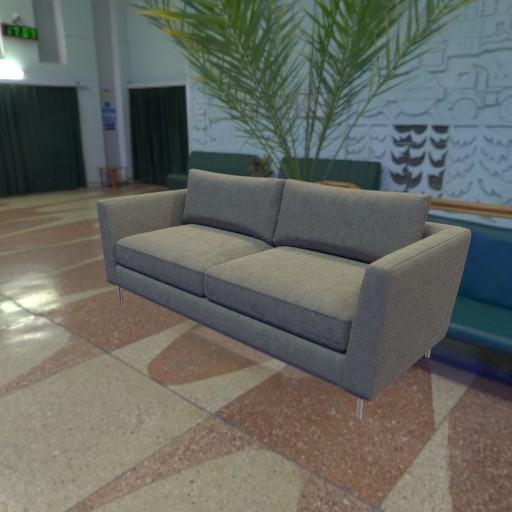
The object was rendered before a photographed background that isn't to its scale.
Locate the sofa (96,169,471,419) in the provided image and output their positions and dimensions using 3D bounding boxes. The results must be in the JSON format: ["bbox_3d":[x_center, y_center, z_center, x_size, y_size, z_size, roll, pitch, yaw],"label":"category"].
[{"bbox_3d":[0.000,0.000,2.628,2.121,0.864,0.889,15,22,41],"label":"sofa"}]
